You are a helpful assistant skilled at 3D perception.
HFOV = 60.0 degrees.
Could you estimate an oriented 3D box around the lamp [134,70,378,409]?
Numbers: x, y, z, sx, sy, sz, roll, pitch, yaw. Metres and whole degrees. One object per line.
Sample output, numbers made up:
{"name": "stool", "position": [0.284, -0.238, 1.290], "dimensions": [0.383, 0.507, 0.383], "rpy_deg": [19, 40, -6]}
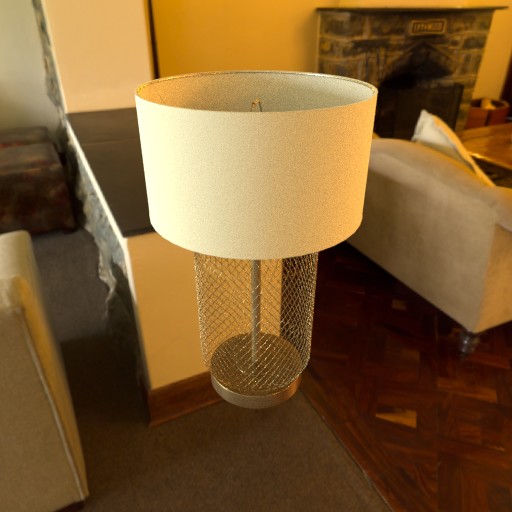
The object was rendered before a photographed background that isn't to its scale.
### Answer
{"name": "lamp", "position": [0.000, 0.000, 0.800], "dimensions": [0.353, 0.578, 0.353], "rpy_deg": [0, 30, 0]}
